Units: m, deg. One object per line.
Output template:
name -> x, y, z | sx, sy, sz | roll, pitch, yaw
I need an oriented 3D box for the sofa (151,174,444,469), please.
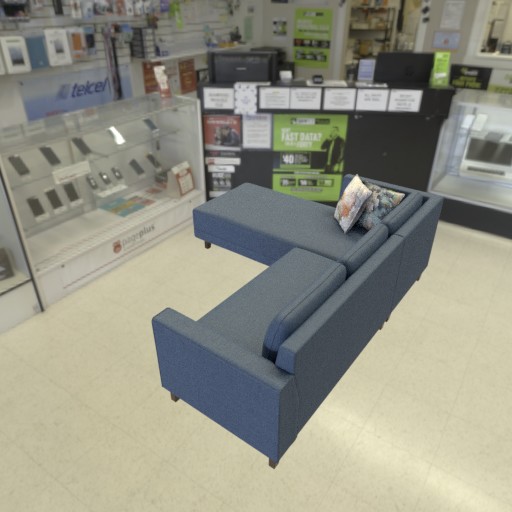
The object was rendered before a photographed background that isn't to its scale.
sofa -> 0.000, 0.000, 3.105 | 1.829, 0.787, 2.120 | 21, 37, 31
